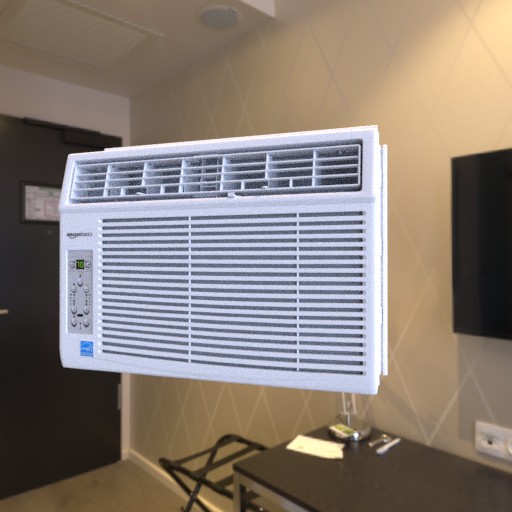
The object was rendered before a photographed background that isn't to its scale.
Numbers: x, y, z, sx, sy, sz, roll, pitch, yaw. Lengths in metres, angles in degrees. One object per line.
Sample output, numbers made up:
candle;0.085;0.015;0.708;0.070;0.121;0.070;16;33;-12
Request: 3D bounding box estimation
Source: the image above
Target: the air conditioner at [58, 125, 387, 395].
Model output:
air conditioner;0.000;0.000;0.879;0.503;0.388;0.546;0;0;17
